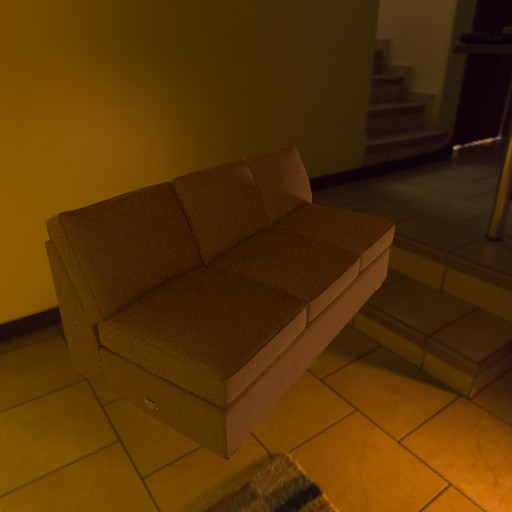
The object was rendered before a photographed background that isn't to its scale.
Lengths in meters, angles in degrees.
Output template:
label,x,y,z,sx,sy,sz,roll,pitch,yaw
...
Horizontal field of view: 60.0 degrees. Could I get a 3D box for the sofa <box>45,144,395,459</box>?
label,x,y,z,sx,sy,sz,roll,pitch,yaw
sofa,0.000,0.000,2.765,1.127,1.036,2.092,16,30,31
